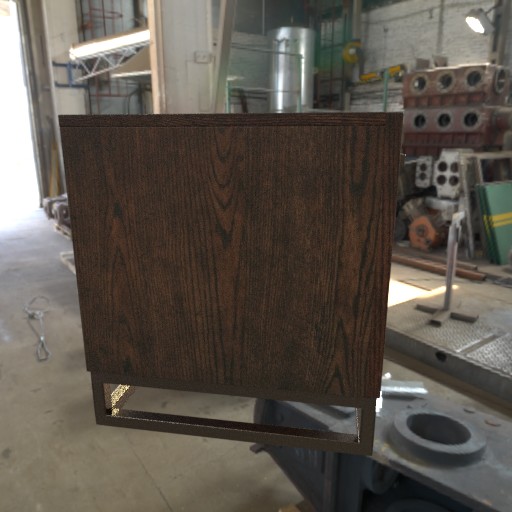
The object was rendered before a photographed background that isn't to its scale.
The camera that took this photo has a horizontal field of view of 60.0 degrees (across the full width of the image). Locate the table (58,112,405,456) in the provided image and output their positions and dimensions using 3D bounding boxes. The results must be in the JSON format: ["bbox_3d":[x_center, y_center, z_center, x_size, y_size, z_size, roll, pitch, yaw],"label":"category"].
[{"bbox_3d":[0.000,0.000,0.987,0.566,0.582,0.506,3,15,9],"label":"table"}]
